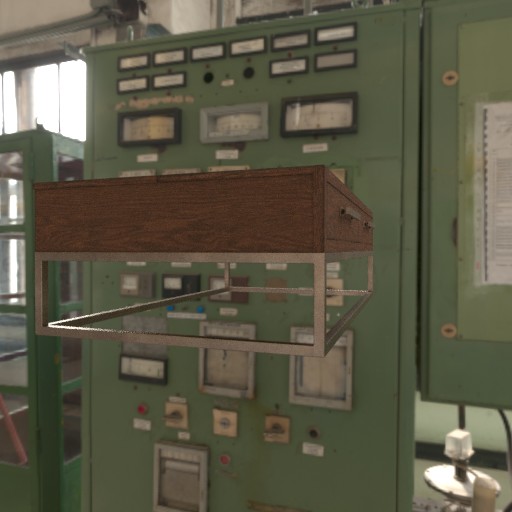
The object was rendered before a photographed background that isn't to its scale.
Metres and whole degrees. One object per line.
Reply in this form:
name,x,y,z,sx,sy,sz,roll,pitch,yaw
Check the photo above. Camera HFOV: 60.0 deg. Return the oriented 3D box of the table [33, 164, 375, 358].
table,0.000,0.000,1.488,0.719,0.361,1.167,0,1,19
